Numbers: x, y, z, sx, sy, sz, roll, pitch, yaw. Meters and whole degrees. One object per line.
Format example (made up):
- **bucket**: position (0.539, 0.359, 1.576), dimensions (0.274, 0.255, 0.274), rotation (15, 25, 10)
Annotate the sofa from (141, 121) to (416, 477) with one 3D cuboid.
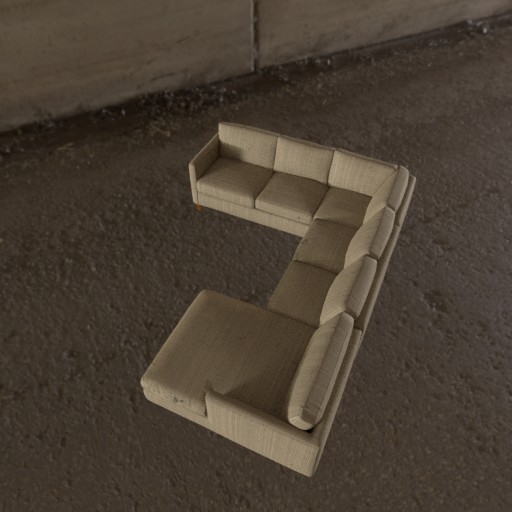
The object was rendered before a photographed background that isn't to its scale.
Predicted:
- **sofa**: position (0.000, 0.000, 4.674), dimensions (2.594, 0.961, 3.460), rotation (19, 50, 16)
